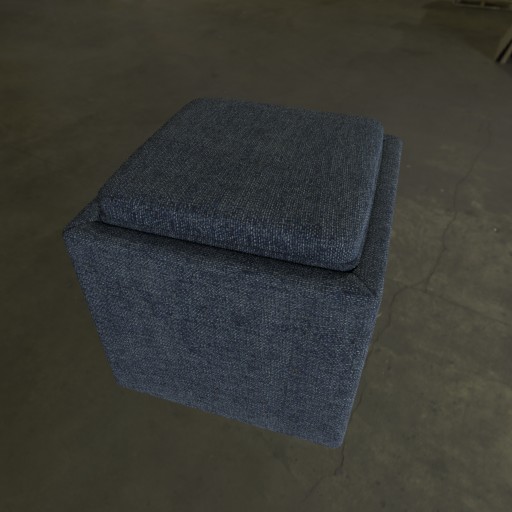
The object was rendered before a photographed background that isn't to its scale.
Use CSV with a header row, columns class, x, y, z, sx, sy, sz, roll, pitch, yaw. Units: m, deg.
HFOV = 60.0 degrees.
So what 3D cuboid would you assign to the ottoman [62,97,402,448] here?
class,x,y,z,sx,sy,sz,roll,pitch,yaw
ottoman,0.000,0.000,0.844,0.450,0.460,0.450,12,43,13
